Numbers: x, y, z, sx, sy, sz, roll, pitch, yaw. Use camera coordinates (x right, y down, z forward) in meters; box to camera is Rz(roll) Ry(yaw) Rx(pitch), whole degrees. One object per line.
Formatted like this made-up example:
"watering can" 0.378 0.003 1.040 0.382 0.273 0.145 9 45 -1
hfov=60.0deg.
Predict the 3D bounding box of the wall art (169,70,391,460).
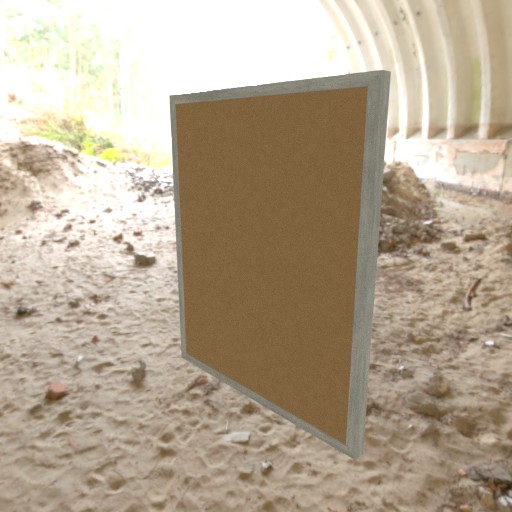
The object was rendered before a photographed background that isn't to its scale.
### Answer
"wall art" 0.000 0.000 0.807 0.022 0.582 0.479 -14 20 -42
